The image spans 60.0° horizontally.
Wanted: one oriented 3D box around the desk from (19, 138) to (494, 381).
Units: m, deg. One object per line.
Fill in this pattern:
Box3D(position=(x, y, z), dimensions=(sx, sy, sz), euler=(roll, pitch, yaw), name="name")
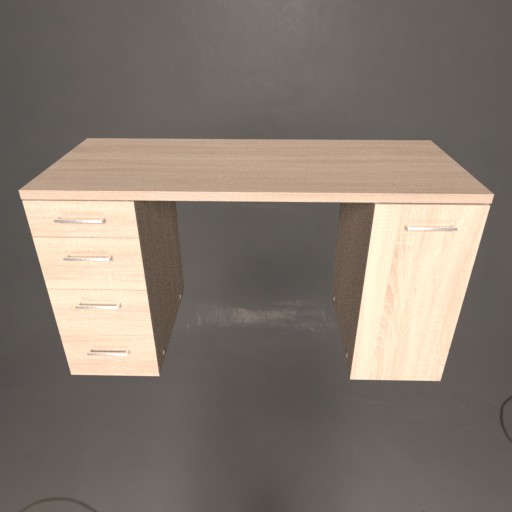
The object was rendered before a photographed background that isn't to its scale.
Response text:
Box3D(position=(0.000, 0.000, 1.710), dimensions=(1.390, 0.740, 0.600), euler=(1, 30, 1), name="desk")
